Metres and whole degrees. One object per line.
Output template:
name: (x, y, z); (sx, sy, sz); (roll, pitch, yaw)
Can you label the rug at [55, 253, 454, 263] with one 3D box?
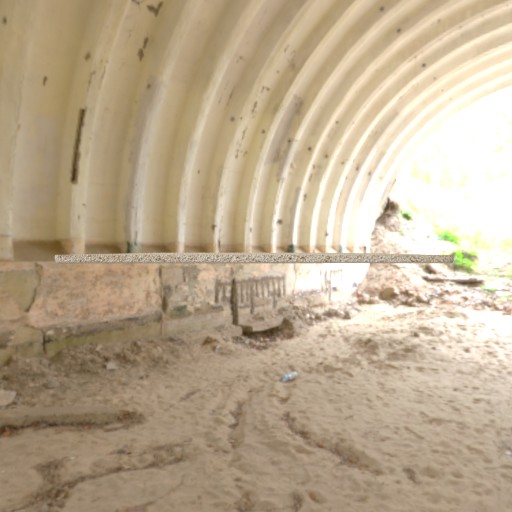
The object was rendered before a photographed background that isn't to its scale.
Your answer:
rug: (0.000, 0.000, 2.108); (1.199, 0.025, 1.600); (0, 1, 0)
